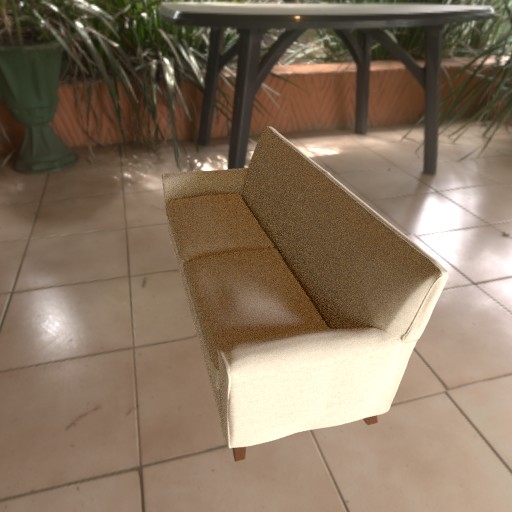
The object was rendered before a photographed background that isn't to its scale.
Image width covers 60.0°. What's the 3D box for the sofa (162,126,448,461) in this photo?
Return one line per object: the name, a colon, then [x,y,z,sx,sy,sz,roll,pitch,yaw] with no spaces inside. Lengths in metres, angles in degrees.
sofa: [0.000,0.000,2.503,0.841,0.907,2.001,-9,33,-14]
